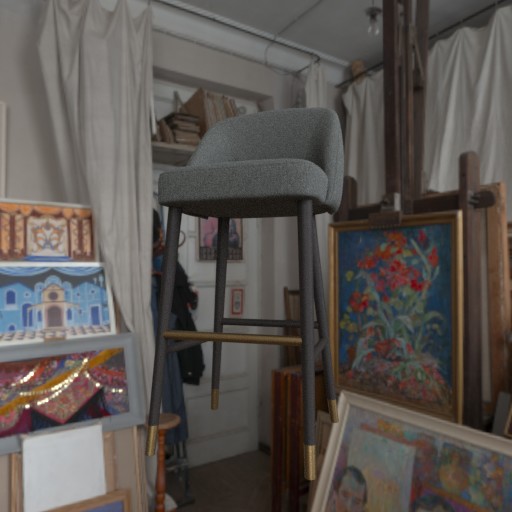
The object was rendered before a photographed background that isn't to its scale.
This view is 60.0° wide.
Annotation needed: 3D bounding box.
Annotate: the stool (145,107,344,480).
[{"bbox_3d":[0.000,0.000,1.386,0.536,1.089,0.524,-1,-2,18],"label":"stool"}]
